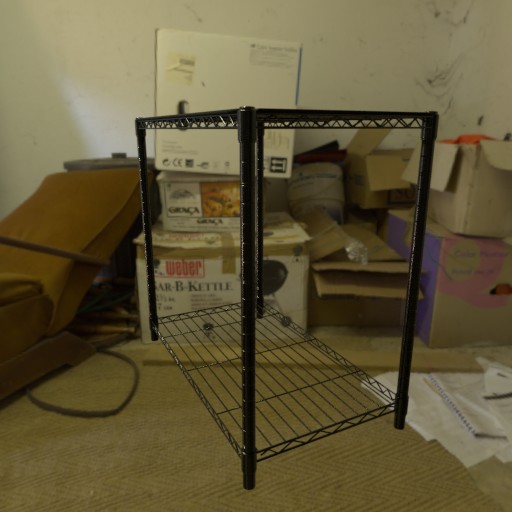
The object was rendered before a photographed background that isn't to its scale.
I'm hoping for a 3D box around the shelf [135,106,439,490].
[{"bbox_3d":[0.000,0.000,0.928,0.338,0.564,0.589,-8,18,-26],"label":"shelf"}]
